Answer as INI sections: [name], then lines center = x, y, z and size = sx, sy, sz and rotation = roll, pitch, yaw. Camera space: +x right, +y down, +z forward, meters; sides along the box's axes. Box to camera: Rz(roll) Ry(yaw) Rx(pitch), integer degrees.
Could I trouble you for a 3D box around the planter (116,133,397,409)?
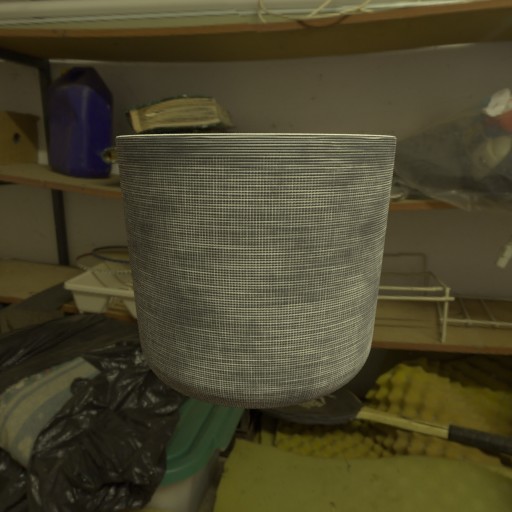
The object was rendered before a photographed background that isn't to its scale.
[planter]
center = 0.000, 0.000, 0.772
size = 0.440, 0.398, 0.440
rotation = 0, 14, 0
